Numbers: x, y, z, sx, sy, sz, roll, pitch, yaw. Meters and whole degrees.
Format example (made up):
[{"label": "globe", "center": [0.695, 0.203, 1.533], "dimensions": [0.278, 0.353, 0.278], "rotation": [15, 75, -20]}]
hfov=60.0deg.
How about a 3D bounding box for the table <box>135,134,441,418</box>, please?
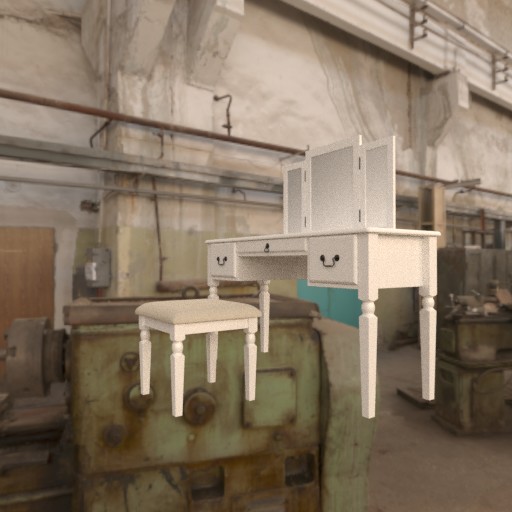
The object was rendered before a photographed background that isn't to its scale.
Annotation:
[{"label": "table", "center": [0.000, 0.000, 2.257], "dimensions": [1.115, 1.310, 1.369], "rotation": [0, -1, -35]}]
